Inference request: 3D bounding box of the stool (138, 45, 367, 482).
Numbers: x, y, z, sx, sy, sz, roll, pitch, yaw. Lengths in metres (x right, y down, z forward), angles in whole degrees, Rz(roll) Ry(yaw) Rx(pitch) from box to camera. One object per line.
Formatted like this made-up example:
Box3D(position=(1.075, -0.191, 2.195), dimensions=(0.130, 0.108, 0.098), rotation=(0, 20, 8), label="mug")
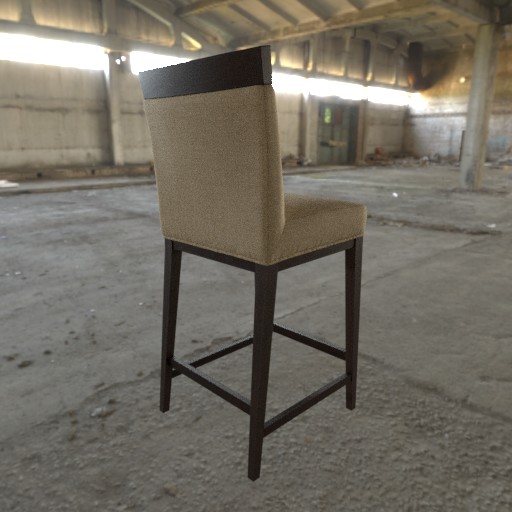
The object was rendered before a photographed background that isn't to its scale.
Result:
Box3D(position=(0.000, 0.000, 1.419), dimensions=(0.531, 1.117, 0.511), rotation=(-14, 20, -43), label="stool")
